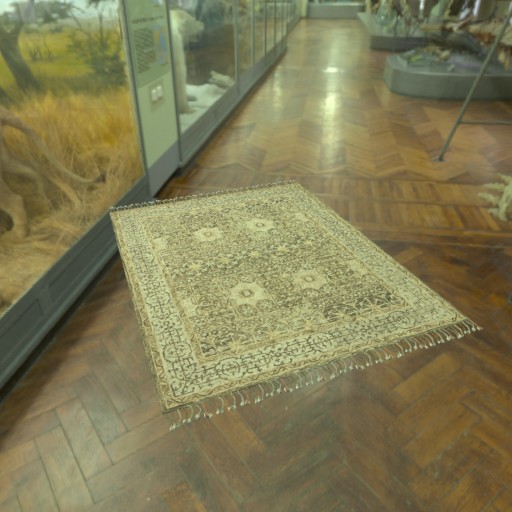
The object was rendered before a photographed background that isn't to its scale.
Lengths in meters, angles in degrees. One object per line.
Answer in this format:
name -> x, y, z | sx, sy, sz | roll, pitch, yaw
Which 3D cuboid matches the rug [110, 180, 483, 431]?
rug -> 0.000, 0.000, 4.285 | 2.431, 0.017, 3.291 | -12, 33, -18
